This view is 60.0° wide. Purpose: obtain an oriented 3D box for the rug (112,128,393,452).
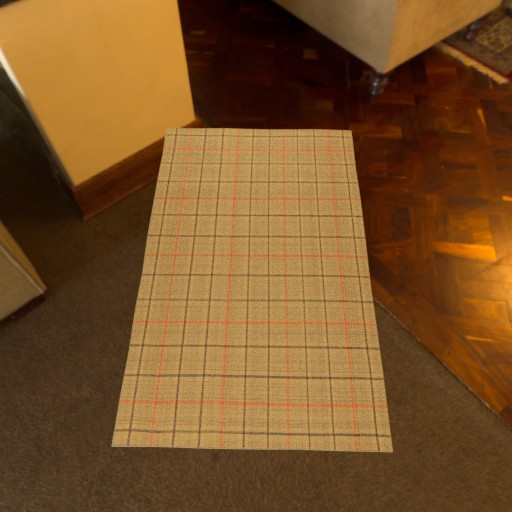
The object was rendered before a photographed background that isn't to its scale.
[{"bbox_3d":[0.000,0.000,3.025,1.524,0.015,2.439,1,59,1],"label":"rug"}]
